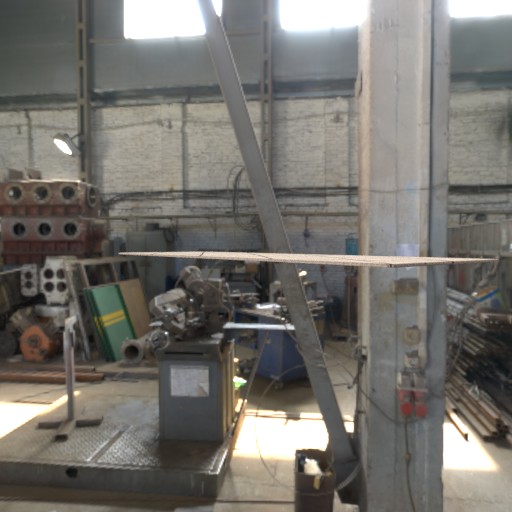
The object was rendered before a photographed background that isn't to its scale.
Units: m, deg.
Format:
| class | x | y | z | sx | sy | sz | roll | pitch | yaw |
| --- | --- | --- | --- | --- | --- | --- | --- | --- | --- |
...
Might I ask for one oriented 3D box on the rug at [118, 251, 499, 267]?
| class | x | y | z | sx | sy | sz | roll | pitch | yaw |
| --- | --- | --- | --- | --- | --- | --- | --- | --- | --- |
| rug | 0.000 | 0.000 | 2.634 | 0.762 | 0.012 | 2.438 | -1 | 2 | -38 |
